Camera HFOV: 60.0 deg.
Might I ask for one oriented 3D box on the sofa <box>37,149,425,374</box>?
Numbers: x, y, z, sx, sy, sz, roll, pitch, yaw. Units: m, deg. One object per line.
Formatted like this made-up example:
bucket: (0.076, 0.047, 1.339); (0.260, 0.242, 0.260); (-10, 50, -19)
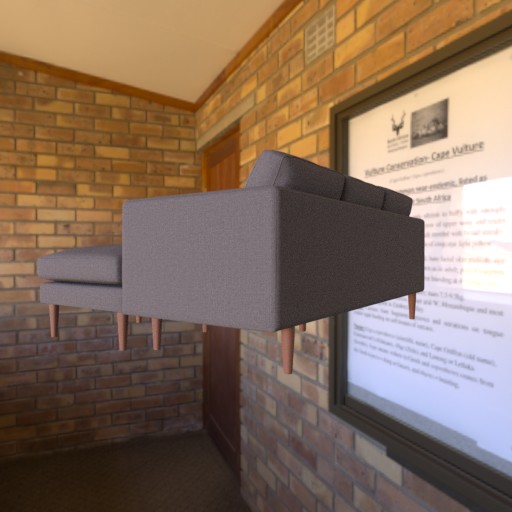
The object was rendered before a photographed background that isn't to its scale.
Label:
sofa: (0.000, 0.000, 2.849); (1.591, 0.897, 2.031); (0, 1, 35)
